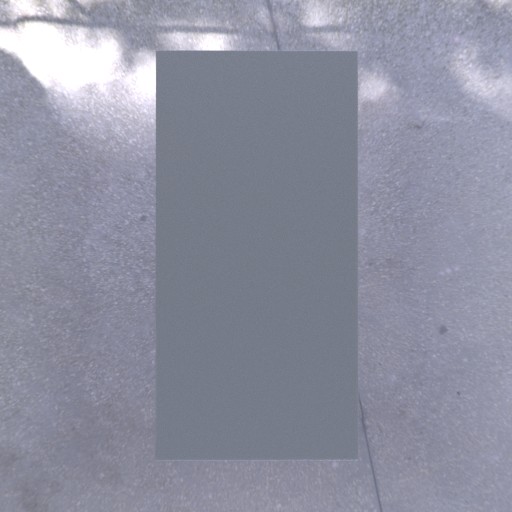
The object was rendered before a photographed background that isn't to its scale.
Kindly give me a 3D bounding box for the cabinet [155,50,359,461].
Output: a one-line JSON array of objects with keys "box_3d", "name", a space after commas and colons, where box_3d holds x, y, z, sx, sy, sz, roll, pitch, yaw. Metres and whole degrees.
[{"box_3d": [0.000, 0.000, 1.254, 0.396, 0.780, 0.801, 0, 90, 0], "name": "cabinet"}]
